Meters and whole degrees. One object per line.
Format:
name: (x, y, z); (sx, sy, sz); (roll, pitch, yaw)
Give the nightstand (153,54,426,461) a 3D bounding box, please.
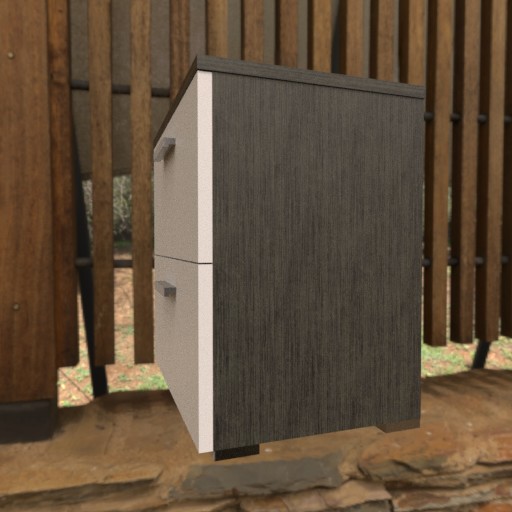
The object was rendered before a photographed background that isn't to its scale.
nightstand: (0.000, 0.000, 0.752); (0.325, 0.460, 0.441); (-1, 2, -19)
